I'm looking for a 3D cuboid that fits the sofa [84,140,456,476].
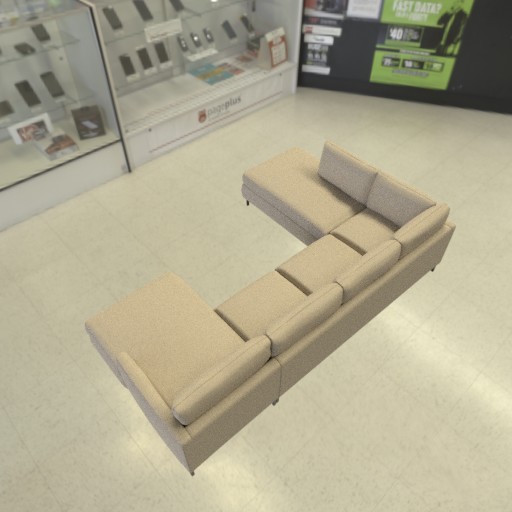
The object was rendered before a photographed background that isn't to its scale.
[{"bbox_3d":[0.000,0.000,3.588,2.737,0.756,1.879,-32,54,-27],"label":"sofa"}]
